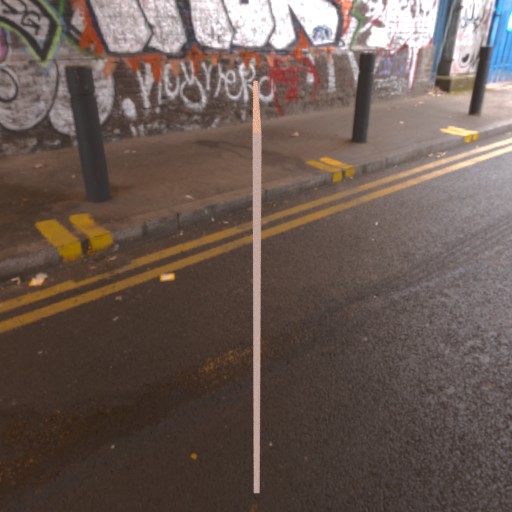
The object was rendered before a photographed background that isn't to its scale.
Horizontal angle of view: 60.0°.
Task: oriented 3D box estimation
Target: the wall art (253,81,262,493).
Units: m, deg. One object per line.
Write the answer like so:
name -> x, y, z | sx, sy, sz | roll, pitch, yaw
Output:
wall art -> 0.000, 0.000, 1.200 | 0.013, 0.813, 0.812 | 0, 27, 0
